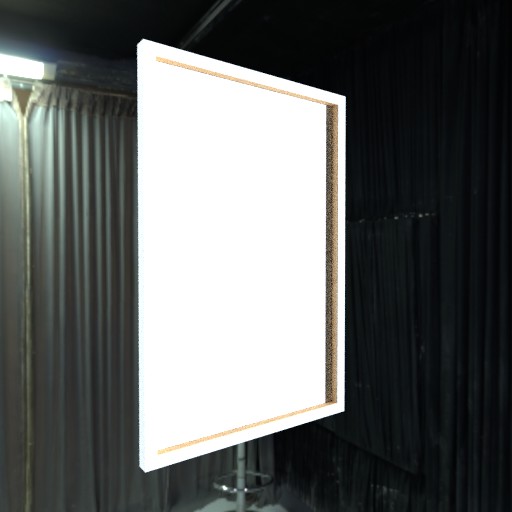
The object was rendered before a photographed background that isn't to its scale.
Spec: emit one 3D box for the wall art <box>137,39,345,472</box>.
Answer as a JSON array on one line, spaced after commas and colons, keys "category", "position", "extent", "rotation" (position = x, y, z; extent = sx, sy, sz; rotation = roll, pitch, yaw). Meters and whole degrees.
[{"category": "wall art", "position": [0.000, 0.000, 1.125], "extent": [0.607, 0.912, 0.038], "rotation": [-1, 1, -36]}]
